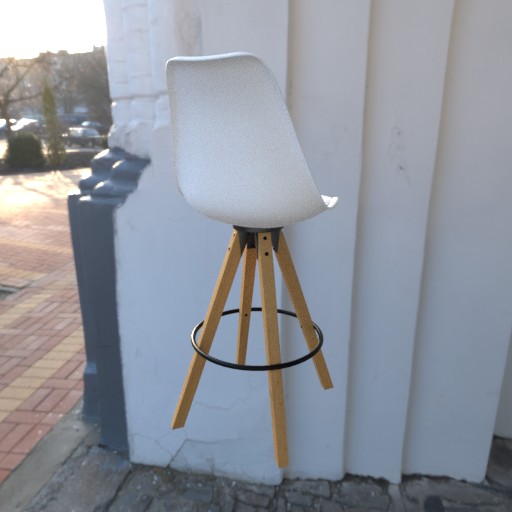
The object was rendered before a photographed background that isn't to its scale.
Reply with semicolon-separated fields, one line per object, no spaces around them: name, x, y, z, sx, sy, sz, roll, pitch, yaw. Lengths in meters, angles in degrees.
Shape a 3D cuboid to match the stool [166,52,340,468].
stool;0.000;0.000;1.408;0.482;1.115;0.549;8;18;25
